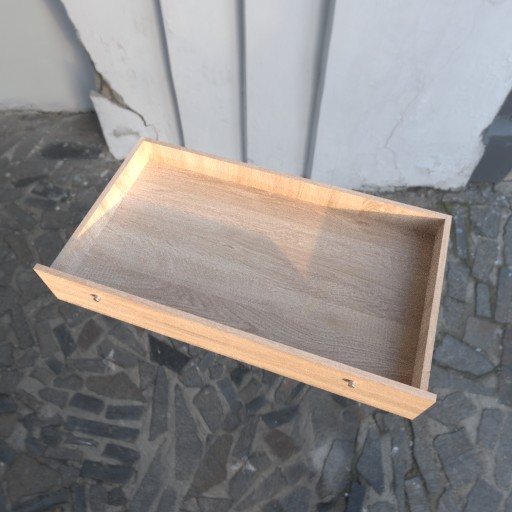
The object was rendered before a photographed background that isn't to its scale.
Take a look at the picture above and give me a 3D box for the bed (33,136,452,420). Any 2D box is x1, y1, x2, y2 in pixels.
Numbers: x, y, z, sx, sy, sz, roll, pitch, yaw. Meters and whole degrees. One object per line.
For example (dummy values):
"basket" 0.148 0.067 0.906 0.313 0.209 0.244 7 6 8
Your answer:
"bed" 0.000 0.000 1.490 1.200 0.209 0.685 16 59 10
